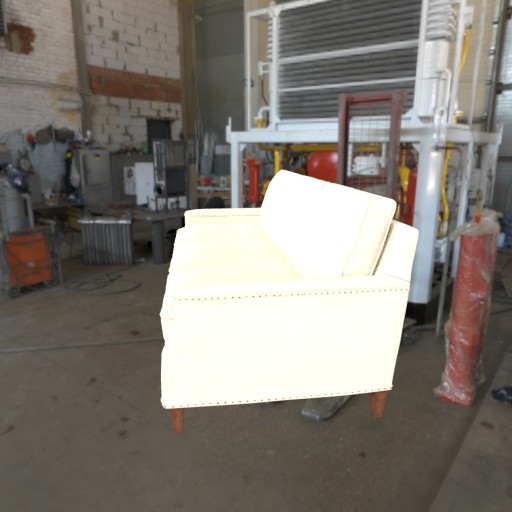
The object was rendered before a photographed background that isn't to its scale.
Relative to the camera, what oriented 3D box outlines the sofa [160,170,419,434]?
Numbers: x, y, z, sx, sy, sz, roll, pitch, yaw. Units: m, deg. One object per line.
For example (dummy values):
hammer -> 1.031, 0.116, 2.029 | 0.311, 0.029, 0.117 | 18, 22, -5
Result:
sofa -> 0.000, 0.000, 2.857 | 1.084, 1.003, 2.246 | -2, 14, -7
